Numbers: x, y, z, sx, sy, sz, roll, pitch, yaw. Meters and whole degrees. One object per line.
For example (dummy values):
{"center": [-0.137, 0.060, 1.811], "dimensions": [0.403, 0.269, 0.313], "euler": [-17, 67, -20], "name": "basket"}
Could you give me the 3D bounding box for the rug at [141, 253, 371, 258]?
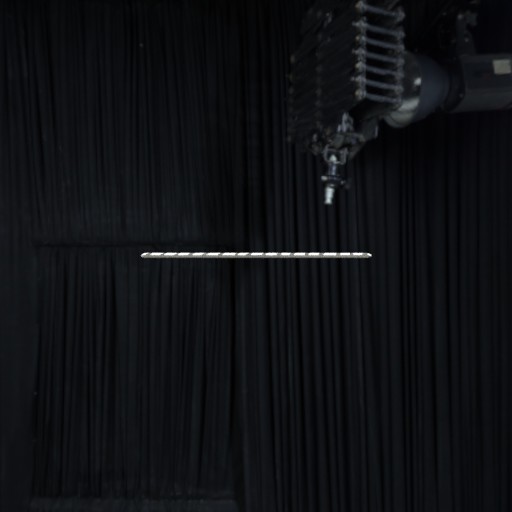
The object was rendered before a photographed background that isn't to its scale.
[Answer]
{"center": [0.000, 0.000, 2.693], "dimensions": [0.773, 0.020, 2.439], "euler": [0, 0, 0], "name": "rug"}
